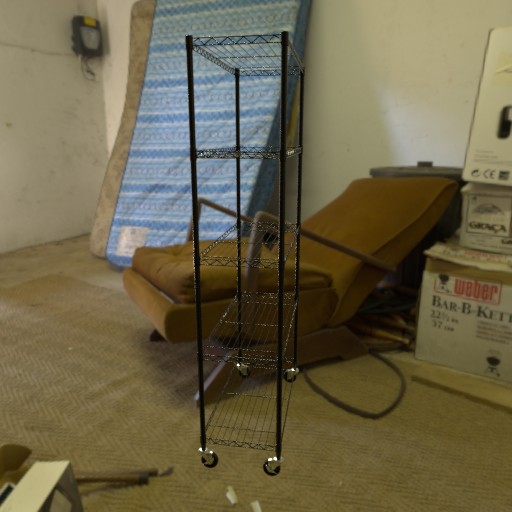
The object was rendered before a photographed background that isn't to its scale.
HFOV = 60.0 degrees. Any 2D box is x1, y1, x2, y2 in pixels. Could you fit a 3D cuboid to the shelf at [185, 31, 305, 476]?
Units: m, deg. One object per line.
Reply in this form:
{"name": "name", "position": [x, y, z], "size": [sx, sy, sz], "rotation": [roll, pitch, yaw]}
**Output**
{"name": "shelf", "position": [0.000, 0.000, 1.958], "size": [0.356, 1.645, 0.762], "rotation": [3, 15, 10]}
